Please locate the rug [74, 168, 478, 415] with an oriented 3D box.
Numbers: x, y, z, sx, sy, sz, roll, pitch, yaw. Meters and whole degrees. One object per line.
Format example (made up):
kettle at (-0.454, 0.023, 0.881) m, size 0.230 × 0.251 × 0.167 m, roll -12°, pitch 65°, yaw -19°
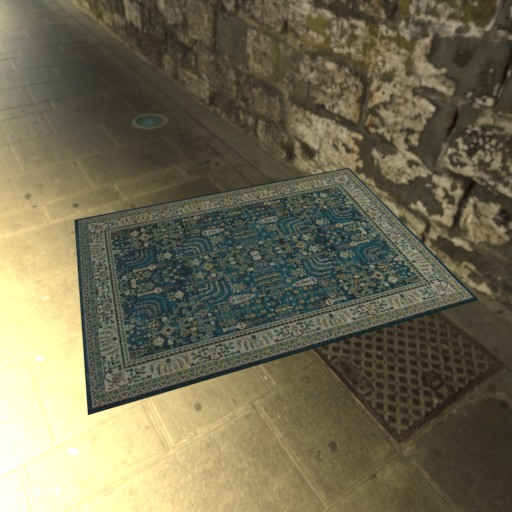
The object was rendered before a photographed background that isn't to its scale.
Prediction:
rug at (0.000, 0.000, 2.897) m, size 2.213 × 0.013 × 1.594 m, roll -13°, pitch 43°, yaw -14°
